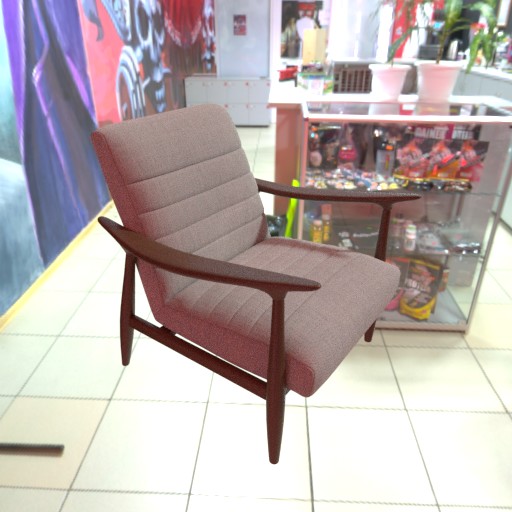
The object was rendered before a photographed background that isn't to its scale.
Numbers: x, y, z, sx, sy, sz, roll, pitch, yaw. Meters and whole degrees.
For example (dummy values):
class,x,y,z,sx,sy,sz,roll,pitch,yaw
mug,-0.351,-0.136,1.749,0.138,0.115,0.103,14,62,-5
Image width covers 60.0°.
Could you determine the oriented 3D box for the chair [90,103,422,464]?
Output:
class,x,y,z,sx,sy,sz,roll,pitch,yaw
chair,0.000,0.000,1.435,0.798,0.832,0.741,18,33,31
